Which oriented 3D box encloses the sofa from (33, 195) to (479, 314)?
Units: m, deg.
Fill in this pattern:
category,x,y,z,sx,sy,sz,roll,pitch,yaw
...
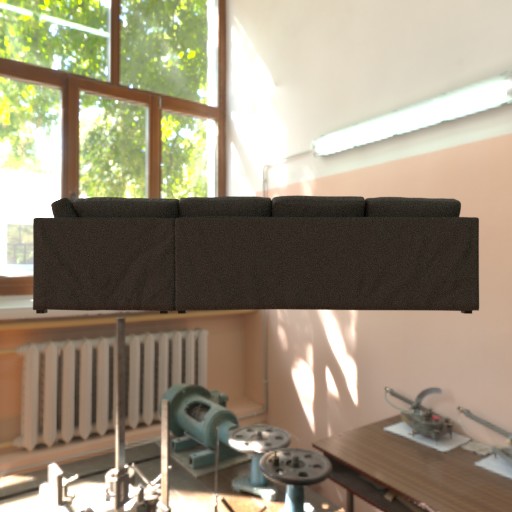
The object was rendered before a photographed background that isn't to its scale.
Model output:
category,x,y,z,sx,sy,sz,roll,pitch,yaw
sofa,0.000,0.000,4.334,3.182,0.871,2.432,0,-1,0
